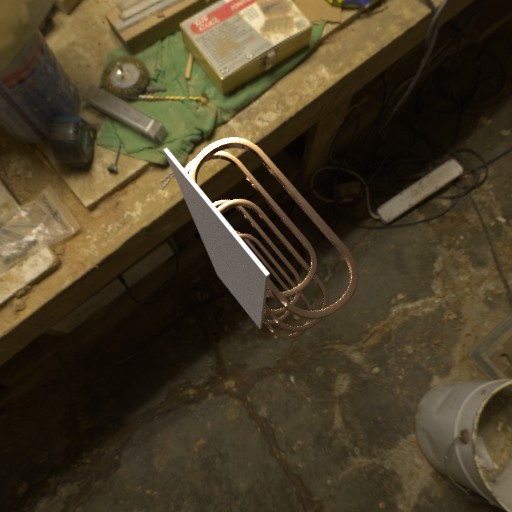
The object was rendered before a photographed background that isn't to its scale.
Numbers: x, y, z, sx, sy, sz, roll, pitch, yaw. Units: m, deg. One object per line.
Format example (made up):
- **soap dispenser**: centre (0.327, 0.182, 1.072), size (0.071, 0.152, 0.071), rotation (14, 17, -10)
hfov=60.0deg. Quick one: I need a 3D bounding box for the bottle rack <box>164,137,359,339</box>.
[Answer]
- **bottle rack**: centre (0.000, 0.000, 0.825), size (0.118, 0.709, 0.332), rotation (-38, 79, -8)
